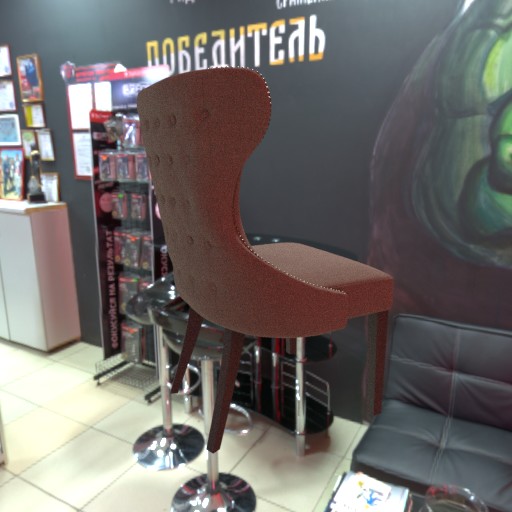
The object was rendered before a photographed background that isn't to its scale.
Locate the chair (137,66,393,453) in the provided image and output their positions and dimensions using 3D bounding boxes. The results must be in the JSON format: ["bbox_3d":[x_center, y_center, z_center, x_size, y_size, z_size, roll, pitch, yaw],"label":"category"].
[{"bbox_3d":[0.000,0.000,1.348,0.635,0.967,0.628,-7,15,-27],"label":"chair"}]
